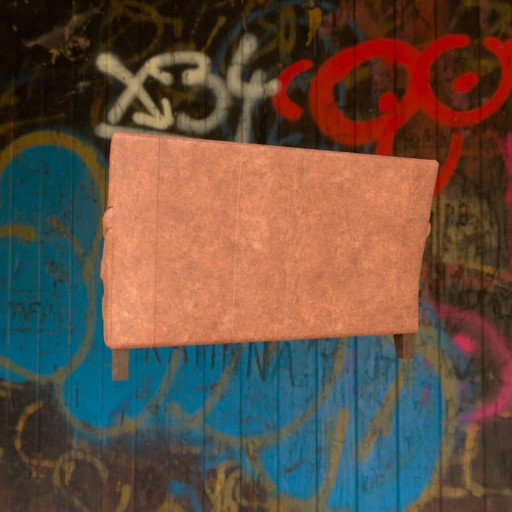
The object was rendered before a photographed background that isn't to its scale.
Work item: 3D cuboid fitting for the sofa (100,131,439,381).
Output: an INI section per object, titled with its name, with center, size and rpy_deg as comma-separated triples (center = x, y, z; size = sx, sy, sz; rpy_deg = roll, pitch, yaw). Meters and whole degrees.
[sofa]
center = 0.000, 0.000, 2.277
size = 1.527, 1.004, 1.077
rpy_deg = 1, -2, -18
